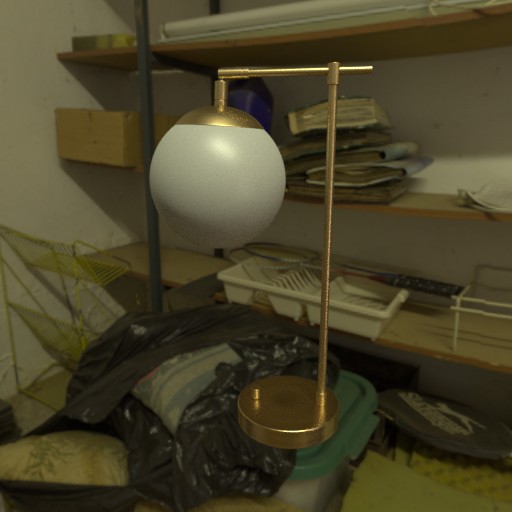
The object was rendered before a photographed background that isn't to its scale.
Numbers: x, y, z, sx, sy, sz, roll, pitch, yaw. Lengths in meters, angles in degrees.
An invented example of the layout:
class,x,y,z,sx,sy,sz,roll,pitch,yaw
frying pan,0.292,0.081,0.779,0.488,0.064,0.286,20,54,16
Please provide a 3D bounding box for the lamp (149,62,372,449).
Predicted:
class,x,y,z,sx,sy,sz,roll,pitch,yaw
lamp,0.000,0.000,0.699,0.324,0.559,0.207,2,14,10
